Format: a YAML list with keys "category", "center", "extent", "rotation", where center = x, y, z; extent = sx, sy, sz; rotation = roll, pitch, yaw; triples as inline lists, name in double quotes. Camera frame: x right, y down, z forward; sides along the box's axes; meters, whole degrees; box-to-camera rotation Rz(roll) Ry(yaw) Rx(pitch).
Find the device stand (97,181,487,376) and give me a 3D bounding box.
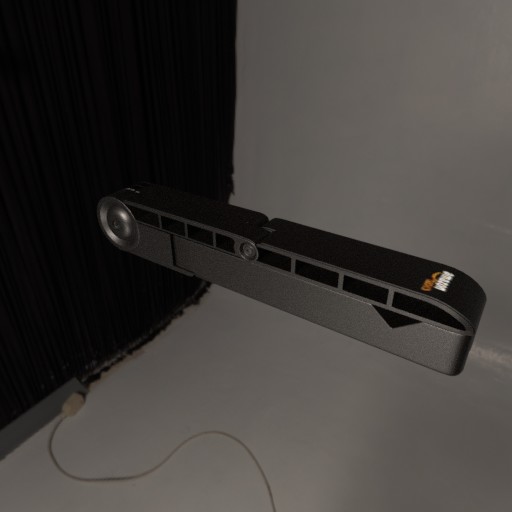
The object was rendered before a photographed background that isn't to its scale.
- category: "device stand"
  center: [0.000, 0.000, 0.193]
  extent: [0.179, 0.030, 0.026]
  rotation: [19, 35, 29]
